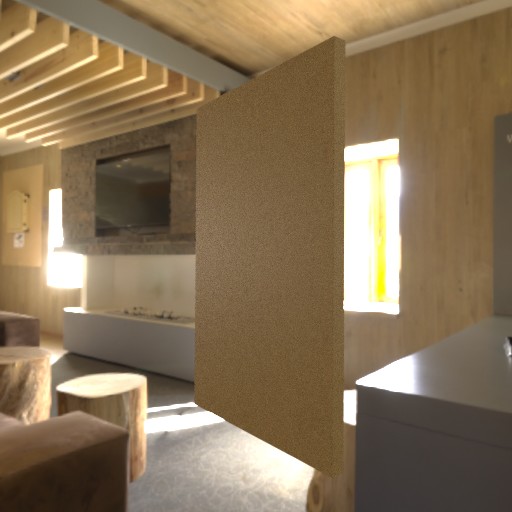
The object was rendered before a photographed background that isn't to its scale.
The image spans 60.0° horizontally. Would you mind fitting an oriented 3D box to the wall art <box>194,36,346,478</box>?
[{"bbox_3d":[0.000,0.000,1.023,0.039,0.810,0.510,0,0,-37],"label":"wall art"}]
